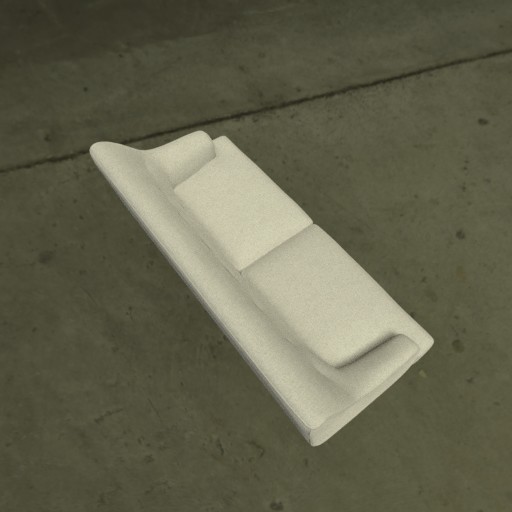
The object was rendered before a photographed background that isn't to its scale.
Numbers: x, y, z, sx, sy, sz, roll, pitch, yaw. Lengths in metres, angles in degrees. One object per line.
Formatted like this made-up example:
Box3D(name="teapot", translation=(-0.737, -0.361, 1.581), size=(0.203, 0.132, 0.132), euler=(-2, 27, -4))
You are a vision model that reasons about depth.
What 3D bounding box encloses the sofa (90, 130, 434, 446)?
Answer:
Box3D(name="sofa", translation=(0.000, 0.000, 2.669), size=(0.978, 0.871, 2.057), euler=(-33, 64, -19))
